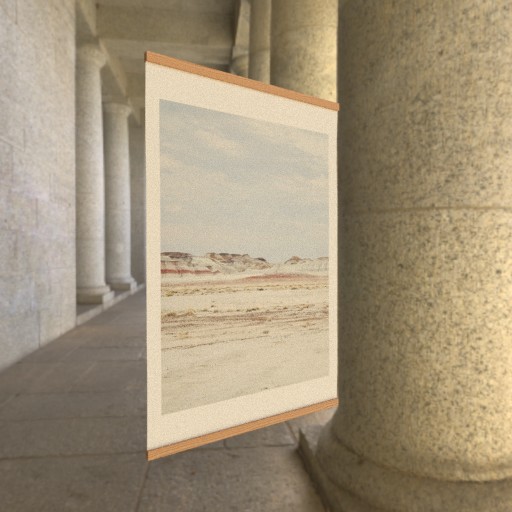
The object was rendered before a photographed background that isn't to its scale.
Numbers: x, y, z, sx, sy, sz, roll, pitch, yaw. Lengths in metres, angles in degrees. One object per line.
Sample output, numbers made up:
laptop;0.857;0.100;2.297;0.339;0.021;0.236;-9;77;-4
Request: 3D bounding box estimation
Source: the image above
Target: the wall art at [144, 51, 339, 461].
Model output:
wall art;0.000;0.000;1.950;1.011;1.521;0.025;-1;1;-36
